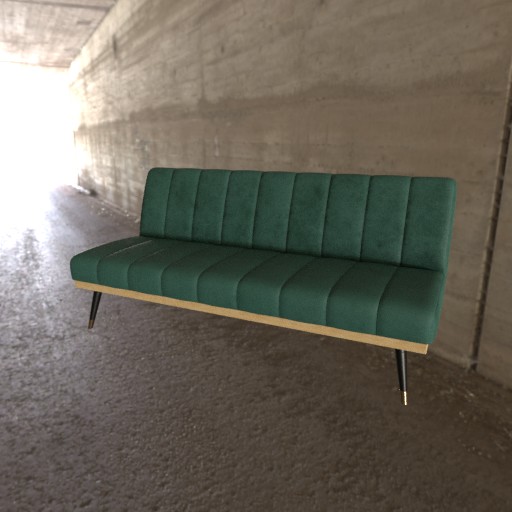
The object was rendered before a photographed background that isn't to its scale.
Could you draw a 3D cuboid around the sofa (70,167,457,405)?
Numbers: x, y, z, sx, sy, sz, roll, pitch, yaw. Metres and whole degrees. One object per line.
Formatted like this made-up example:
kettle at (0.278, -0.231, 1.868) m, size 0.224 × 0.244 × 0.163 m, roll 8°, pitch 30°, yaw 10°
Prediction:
sofa at (0.000, 0.000, 2.293) m, size 1.810 × 0.820 × 0.830 m, roll 7°, pitch 17°, yaw 25°
